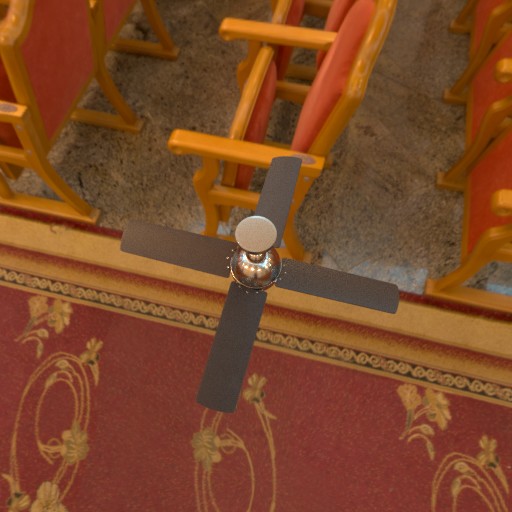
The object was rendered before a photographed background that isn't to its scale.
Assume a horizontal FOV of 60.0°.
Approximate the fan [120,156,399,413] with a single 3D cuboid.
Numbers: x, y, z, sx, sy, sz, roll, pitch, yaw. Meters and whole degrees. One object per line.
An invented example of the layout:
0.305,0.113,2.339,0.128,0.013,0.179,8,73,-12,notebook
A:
0.000,0.000,1.985,1.332,0.403,1.332,13,64,7,fan
